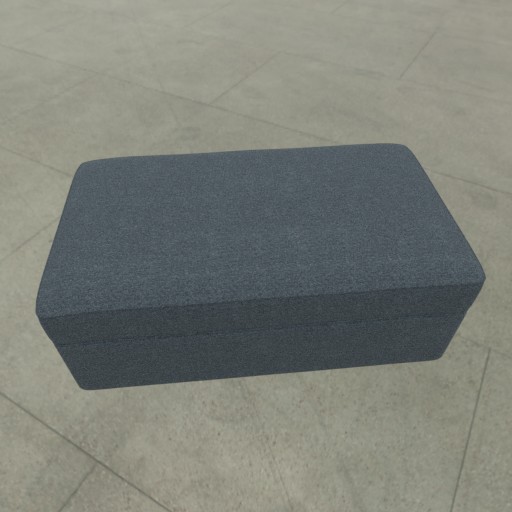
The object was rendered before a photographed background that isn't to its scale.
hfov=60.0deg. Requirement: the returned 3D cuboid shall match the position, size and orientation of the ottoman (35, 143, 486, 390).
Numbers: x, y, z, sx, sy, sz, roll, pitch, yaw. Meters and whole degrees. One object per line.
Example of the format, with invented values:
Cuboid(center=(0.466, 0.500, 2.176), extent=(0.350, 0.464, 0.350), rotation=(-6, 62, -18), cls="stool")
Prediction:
Cuboid(center=(0.000, 0.000, 1.484), extent=(1.173, 0.494, 0.681), rotation=(-4, 46, -4), cls="ottoman")
